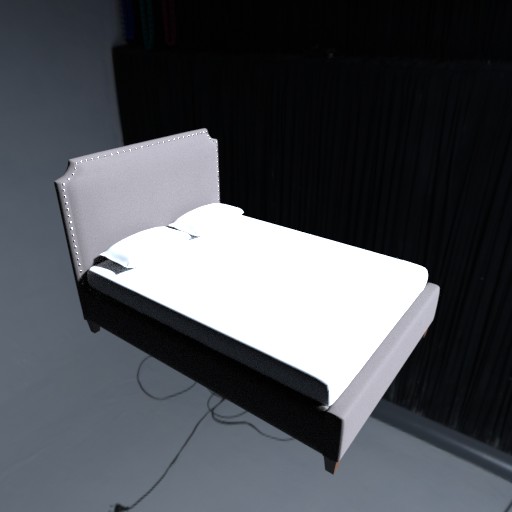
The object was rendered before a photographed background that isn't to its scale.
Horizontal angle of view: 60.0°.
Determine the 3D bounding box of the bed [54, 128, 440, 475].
[{"bbox_3d":[0.000,0.000,3.391,2.372,1.443,1.713,19,32,32],"label":"bed"}]
